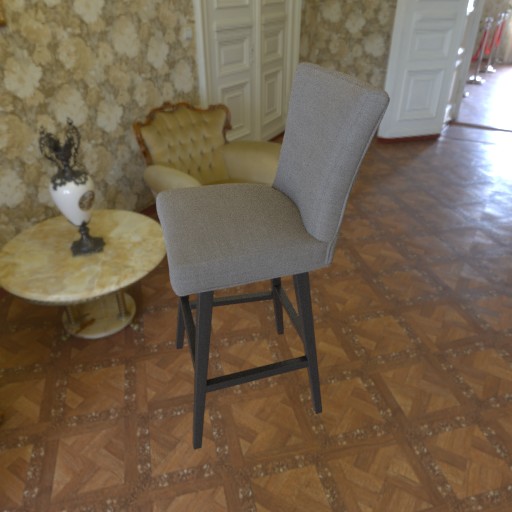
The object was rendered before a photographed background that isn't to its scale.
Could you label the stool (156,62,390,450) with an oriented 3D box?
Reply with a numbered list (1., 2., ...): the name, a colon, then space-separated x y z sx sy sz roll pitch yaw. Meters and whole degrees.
1. stool: 0.000 0.000 1.431 0.574 1.086 0.514 -8 32 -13
